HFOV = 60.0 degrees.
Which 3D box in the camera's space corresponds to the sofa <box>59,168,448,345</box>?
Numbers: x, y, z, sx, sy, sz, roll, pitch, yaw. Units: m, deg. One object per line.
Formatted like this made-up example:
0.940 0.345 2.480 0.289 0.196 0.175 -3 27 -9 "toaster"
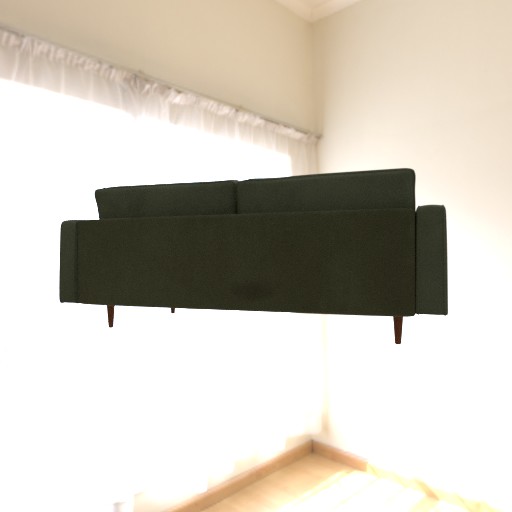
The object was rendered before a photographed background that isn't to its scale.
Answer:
0.000 0.000 2.424 1.880 0.772 0.916 0 -1 19 "sofa"
